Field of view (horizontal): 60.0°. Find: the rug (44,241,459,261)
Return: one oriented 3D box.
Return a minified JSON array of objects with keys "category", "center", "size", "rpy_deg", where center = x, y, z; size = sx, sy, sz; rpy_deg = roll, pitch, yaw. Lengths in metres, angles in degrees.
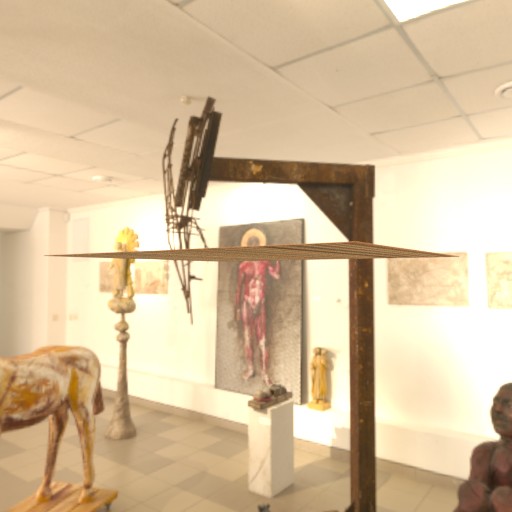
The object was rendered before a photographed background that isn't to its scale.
[{"category":"rug","center":[0.000,0.000,4.144],"size":[3.045,0.011,2.436],"rpy_deg":[-2,-3,36]}]
